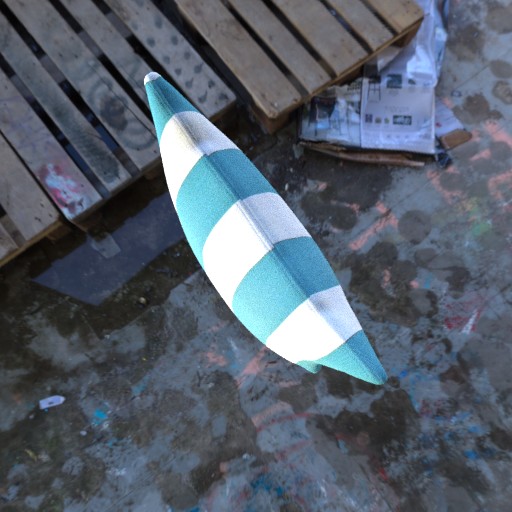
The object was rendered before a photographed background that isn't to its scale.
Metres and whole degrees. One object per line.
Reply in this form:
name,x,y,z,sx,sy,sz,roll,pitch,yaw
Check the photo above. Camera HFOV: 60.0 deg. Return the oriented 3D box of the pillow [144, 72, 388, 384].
pillow,0.000,0.000,0.828,0.189,0.526,0.536,-36,78,-9
